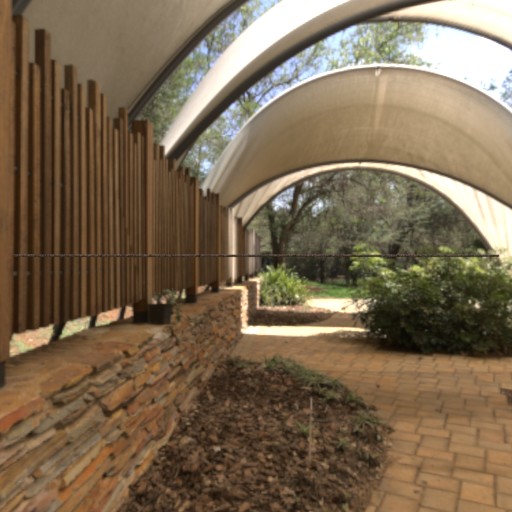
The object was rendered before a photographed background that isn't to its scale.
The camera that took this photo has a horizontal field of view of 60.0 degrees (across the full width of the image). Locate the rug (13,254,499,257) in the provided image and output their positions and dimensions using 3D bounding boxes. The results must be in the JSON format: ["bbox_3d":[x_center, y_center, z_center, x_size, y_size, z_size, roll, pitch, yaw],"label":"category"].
[{"bbox_3d":[0.000,0.000,2.425,2.296,0.011,0.691,0,0,0],"label":"rug"}]
